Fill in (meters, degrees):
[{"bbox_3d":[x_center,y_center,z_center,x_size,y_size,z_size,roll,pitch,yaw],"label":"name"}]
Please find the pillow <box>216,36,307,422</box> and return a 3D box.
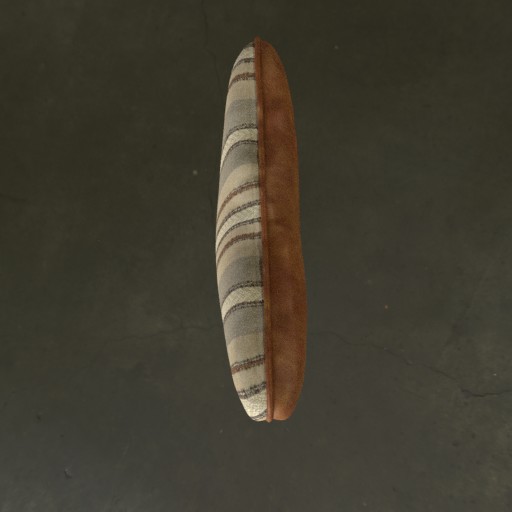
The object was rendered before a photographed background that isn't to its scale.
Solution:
[{"bbox_3d":[0.000,0.000,0.745,0.130,0.490,0.489,-2,75,0],"label":"pillow"}]
